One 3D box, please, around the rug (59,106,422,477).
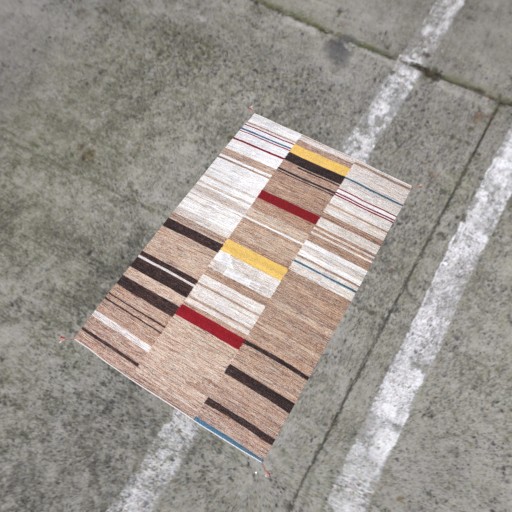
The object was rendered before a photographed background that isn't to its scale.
[{"bbox_3d":[0.000,0.000,2.511,1.268,0.007,1.918,29,67,13],"label":"rug"}]
